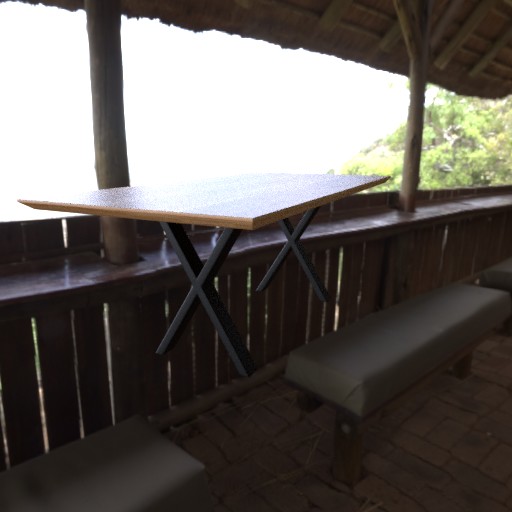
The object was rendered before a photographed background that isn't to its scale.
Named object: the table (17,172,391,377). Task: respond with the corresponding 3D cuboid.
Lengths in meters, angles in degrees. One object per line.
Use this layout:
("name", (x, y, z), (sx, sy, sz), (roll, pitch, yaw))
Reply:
("table", (0.000, 0.000, 2.402), (1.000, 0.770, 2.000), (7, 16, 26))
